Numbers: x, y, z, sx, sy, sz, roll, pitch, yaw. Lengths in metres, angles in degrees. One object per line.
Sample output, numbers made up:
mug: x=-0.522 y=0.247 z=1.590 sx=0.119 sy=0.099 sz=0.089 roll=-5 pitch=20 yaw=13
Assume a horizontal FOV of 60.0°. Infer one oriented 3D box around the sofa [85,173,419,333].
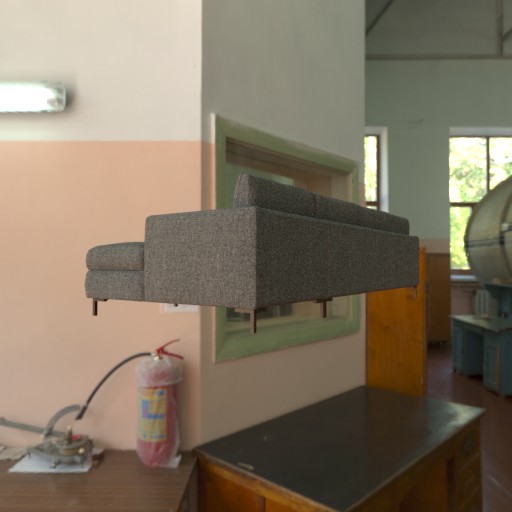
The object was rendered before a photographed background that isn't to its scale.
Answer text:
sofa: x=0.000 y=0.000 z=3.597 sx=1.879 sy=0.756 sz=2.737 roll=-1 pitch=-1 yaw=35
